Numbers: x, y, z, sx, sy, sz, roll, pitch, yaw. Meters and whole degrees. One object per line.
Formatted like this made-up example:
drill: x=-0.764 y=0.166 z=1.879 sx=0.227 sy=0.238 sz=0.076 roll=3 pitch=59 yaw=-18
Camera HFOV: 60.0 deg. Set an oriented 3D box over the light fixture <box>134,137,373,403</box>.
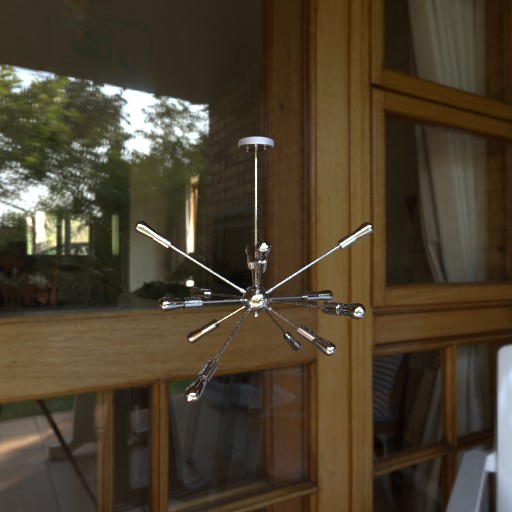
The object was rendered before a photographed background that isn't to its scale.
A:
light fixture: x=0.000 y=0.000 z=1.079 sx=0.509 sy=0.558 sz=0.684 roll=1 pitch=-1 yaw=-34
